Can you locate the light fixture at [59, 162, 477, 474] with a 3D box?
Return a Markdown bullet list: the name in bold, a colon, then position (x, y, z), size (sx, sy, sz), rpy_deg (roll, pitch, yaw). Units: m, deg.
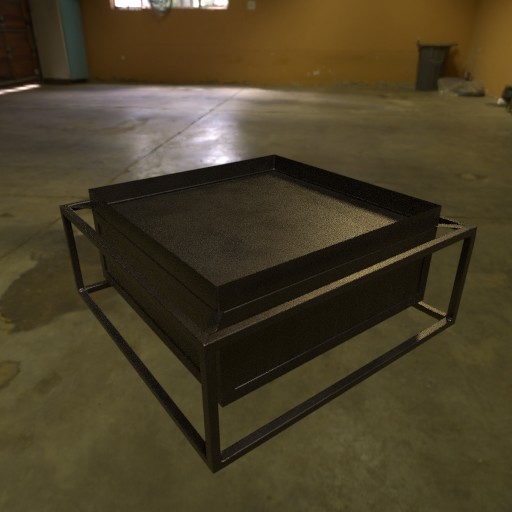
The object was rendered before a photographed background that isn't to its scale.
- **light fixture**: position (0.000, 0.000, 0.685), size (0.441, 0.191, 0.441), rpy_deg (-19, 32, -32)
